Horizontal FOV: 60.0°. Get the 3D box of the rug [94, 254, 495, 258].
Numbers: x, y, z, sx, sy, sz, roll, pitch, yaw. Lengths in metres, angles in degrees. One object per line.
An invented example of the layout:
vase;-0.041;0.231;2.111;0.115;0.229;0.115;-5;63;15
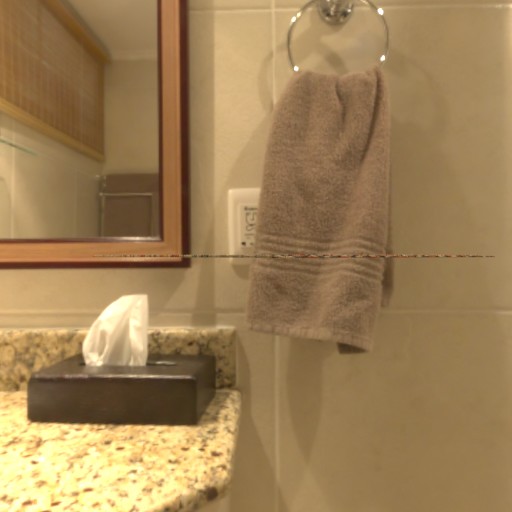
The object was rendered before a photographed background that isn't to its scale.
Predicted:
rug;0.000;0.000;2.438;1.218;0.010;1.997;0;0;-36
